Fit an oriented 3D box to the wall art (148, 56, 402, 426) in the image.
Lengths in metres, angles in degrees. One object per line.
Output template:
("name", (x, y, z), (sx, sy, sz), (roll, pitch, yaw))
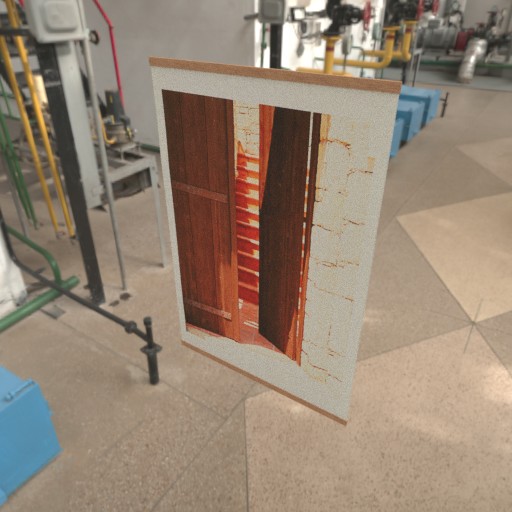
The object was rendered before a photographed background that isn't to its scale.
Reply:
("wall art", (0.000, 0.000, 1.925), (1.019, 1.527, 0.019), (19, 36, 28))
